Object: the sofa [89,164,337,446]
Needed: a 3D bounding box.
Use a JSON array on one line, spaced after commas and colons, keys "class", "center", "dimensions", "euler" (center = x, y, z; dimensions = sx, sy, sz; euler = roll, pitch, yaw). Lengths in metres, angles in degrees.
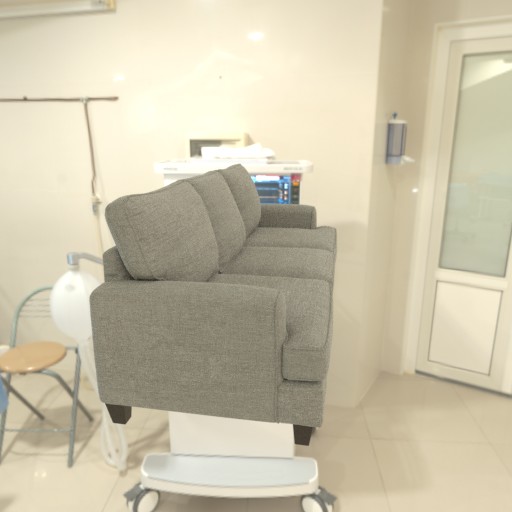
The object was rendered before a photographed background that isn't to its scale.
[{"class": "sofa", "center": [0.000, 0.000, 2.654], "dimensions": [0.951, 0.965, 2.158], "euler": [3, 16, 10]}]
